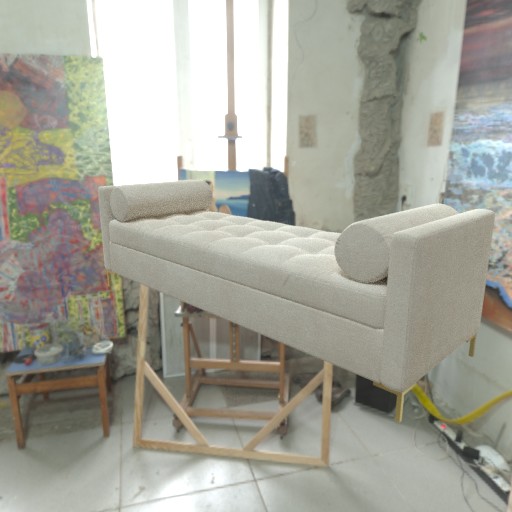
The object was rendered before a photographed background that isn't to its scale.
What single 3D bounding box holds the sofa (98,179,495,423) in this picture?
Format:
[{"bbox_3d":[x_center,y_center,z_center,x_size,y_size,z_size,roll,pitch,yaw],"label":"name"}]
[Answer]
[{"bbox_3d":[0.000,0.000,2.251,1.981,0.635,0.686,14,20,43],"label":"sofa"}]
